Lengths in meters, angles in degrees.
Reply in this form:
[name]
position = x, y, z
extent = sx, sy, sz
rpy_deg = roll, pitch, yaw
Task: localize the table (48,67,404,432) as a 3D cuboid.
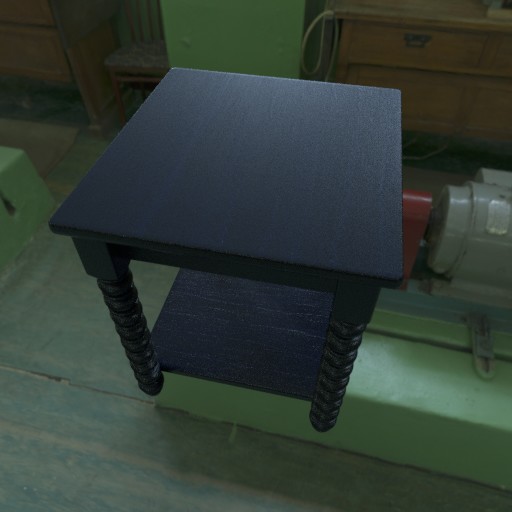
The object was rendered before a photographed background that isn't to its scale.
[table]
position = 0.000, 0.000, 0.979
extent = 0.500, 0.567, 0.533
rpy_deg = 9, 47, 9
